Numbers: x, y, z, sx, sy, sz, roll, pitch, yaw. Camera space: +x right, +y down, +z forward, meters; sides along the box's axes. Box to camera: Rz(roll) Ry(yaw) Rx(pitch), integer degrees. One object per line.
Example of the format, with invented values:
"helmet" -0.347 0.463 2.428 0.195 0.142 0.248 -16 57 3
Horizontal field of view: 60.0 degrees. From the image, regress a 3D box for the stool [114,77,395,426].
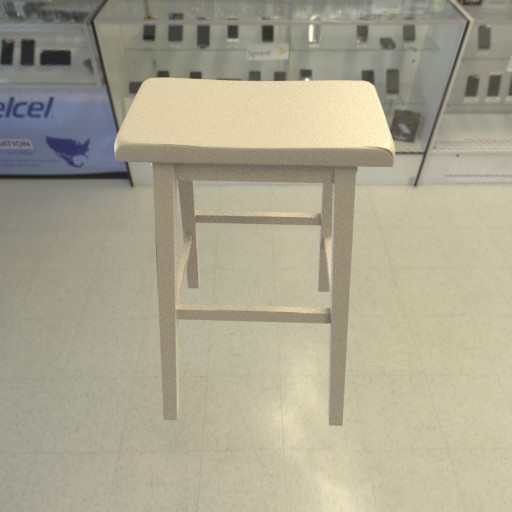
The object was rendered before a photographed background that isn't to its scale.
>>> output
"stool" 0.000 0.000 1.036 0.457 0.737 0.476 1 46 1
